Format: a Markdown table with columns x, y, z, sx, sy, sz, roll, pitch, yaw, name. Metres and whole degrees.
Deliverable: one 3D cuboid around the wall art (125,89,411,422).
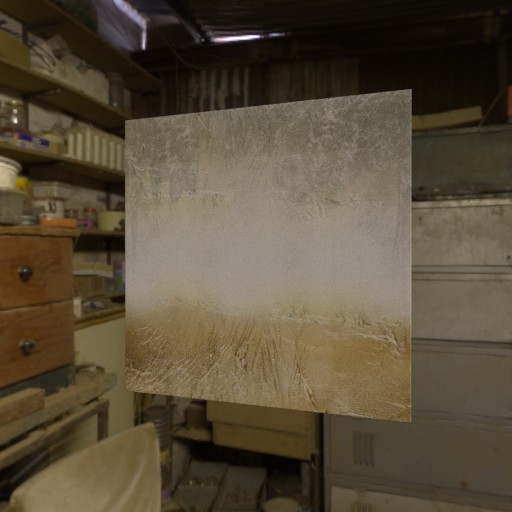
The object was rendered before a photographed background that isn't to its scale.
| x | y | z | sx | sy | sz | roll | pitch | yaw | name |
| --- | --- | --- | --- | --- | --- | --- | --- | --- | --- |
| 0.000 | 0.000 | 0.924 | 0.610 | 0.610 | 0.038 | 0 | 0 | 18 | wall art |
